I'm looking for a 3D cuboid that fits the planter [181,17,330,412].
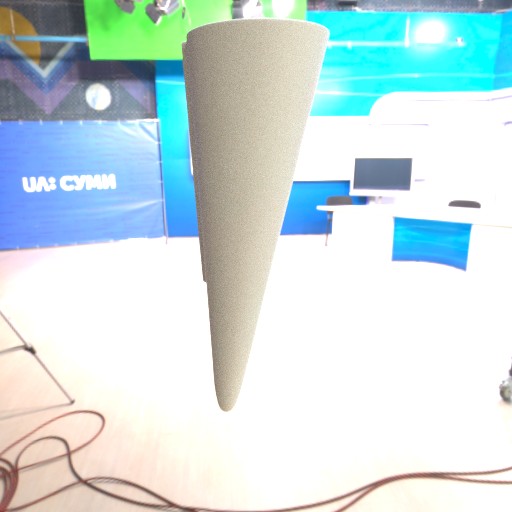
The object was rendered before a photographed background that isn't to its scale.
[{"bbox_3d":[0.000,0.000,0.213,0.057,0.193,0.064,-14,20,-42],"label":"planter"}]
